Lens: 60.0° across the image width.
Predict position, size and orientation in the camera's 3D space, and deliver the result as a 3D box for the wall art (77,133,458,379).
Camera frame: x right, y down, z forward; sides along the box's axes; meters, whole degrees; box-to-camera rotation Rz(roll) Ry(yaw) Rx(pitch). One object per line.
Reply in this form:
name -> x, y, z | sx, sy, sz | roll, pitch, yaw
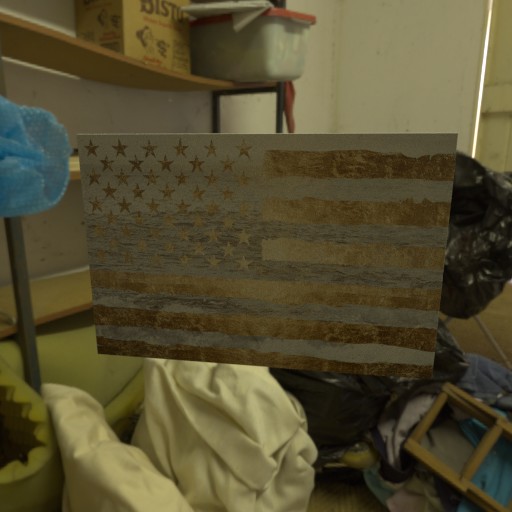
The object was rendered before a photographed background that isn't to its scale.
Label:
wall art -> 0.000, 0.000, 1.431 | 1.145, 0.762, 0.041 | 2, 14, 9
